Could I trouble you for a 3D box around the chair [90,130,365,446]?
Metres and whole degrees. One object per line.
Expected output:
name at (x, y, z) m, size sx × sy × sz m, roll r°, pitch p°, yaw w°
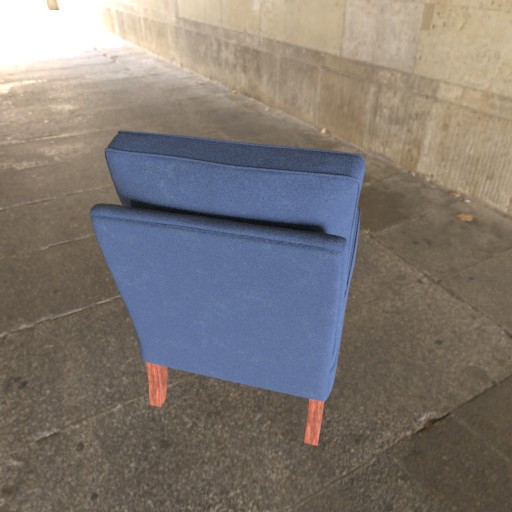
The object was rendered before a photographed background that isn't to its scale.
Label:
chair at (0.000, 0.000, 1.671) m, size 0.724 × 1.052 × 0.912 m, roll 9°, pitch 35°, yaw 13°
